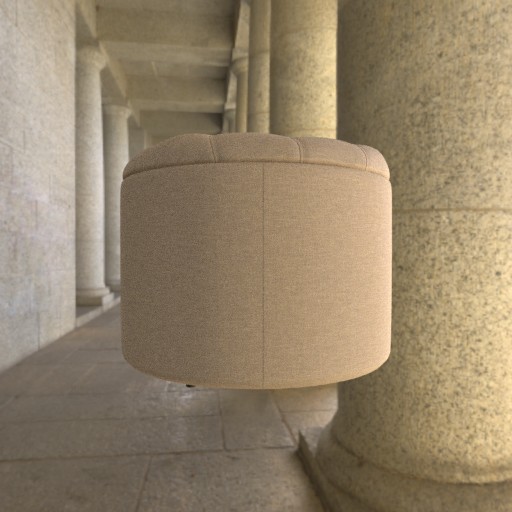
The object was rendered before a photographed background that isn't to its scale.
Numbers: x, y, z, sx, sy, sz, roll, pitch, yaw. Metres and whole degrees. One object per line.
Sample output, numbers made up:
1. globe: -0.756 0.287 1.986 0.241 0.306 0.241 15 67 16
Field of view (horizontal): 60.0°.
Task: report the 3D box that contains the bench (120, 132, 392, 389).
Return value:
1. bench: 0.000 0.000 1.025 0.600 0.454 0.600 0 1 0
